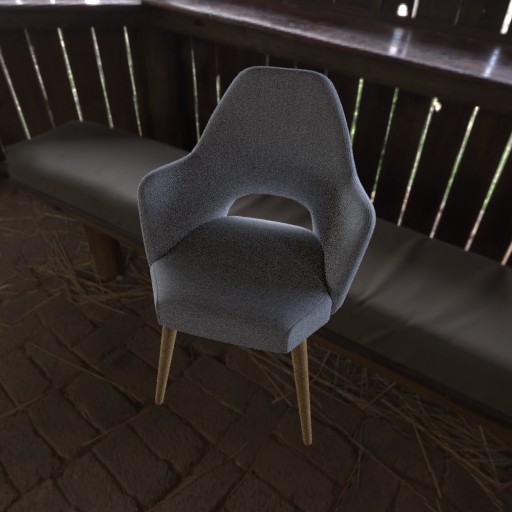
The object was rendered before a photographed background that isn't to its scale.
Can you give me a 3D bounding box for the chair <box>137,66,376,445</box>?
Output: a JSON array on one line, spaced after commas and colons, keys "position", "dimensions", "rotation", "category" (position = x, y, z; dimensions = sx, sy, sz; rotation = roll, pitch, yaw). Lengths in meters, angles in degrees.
[{"position": [0.000, 0.000, 1.234], "dimensions": [0.590, 0.840, 0.610], "rotation": [10, 41, 12], "category": "chair"}]
